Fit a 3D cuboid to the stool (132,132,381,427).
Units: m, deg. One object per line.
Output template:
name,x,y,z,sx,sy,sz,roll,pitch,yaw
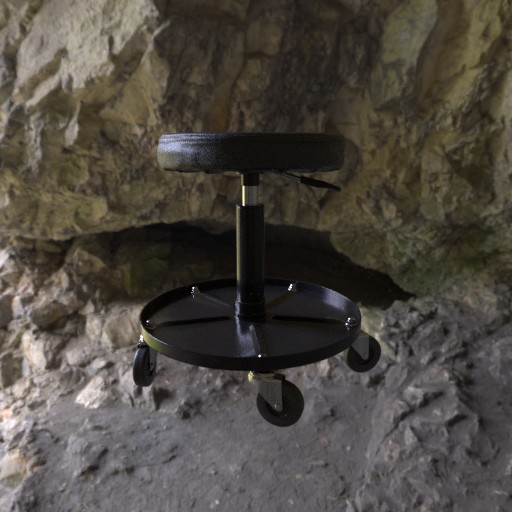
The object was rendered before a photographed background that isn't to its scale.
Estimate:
stool,0.000,0.000,0.690,0.382,0.365,0.381,-3,14,-10
